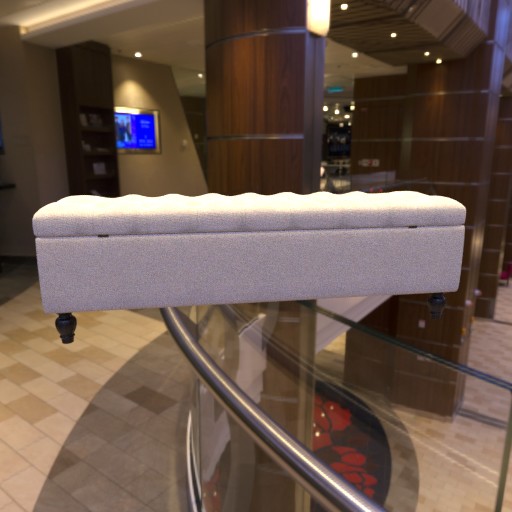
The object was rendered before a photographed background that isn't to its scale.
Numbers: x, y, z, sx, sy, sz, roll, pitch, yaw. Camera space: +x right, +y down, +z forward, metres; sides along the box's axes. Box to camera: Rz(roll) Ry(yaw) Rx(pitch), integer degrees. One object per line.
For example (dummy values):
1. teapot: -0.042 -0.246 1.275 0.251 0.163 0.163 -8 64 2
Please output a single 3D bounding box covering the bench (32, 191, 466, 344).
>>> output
1. bench: 0.000 0.000 1.730 1.480 0.467 0.455 -2 13 -9
